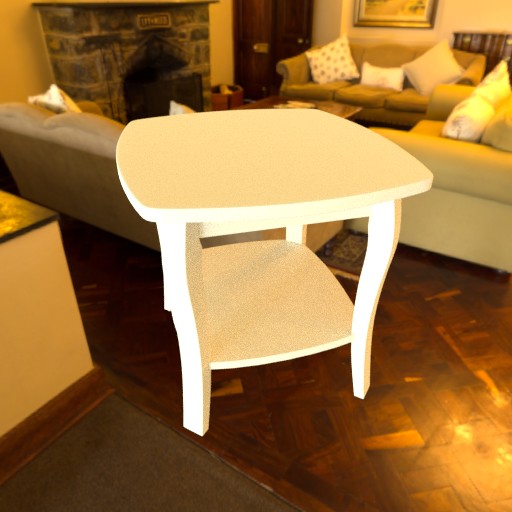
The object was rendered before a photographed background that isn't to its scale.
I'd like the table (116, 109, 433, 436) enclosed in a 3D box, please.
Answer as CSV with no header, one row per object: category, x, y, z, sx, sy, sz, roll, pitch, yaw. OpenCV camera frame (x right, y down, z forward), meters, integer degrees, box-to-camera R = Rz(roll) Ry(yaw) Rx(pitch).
table,0.000,0.000,0.851,0.451,0.438,0.502,-8,31,-13
